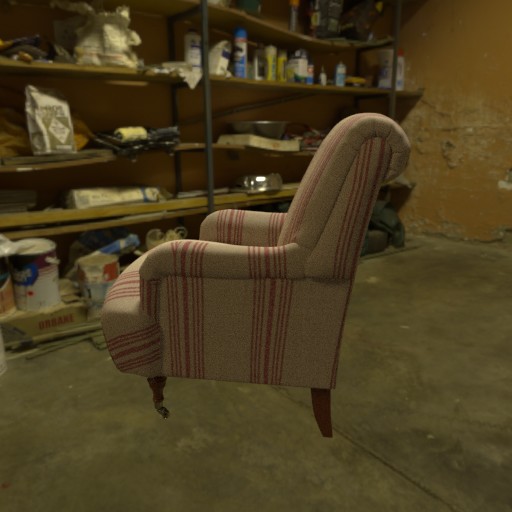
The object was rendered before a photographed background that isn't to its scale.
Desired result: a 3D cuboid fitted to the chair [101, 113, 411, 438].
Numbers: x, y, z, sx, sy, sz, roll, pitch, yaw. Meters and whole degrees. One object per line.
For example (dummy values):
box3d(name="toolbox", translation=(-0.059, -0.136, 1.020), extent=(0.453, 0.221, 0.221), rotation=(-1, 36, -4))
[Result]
box3d(name="chair", translation=(0.000, 0.000, 1.858), extent=(1.058, 1.123, 0.933), rotation=(2, 15, 8))
